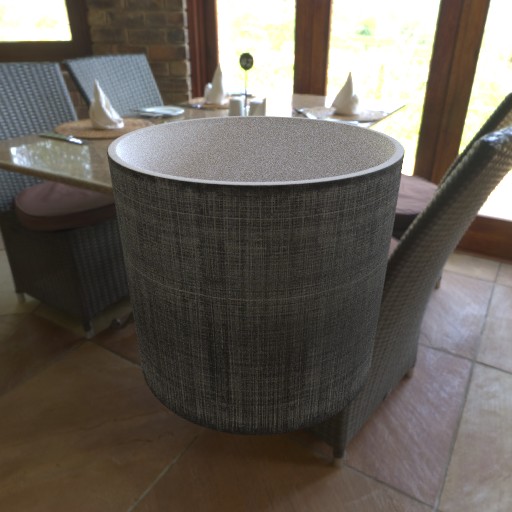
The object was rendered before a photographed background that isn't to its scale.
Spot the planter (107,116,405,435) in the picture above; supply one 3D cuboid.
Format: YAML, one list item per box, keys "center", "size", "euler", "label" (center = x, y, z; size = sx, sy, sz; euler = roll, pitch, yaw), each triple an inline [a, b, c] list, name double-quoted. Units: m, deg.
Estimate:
- center: [0.000, 0.000, 0.388]
  size: [0.221, 0.201, 0.221]
  euler: [0, 27, 0]
  label: "planter"
